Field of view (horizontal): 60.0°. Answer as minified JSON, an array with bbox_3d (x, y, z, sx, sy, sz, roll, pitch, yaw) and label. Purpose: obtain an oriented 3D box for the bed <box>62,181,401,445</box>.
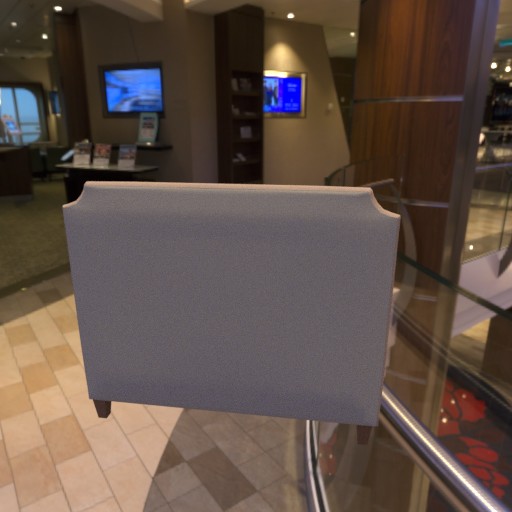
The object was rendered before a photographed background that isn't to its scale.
[{"bbox_3d":[0.000,0.000,3.447,1.713,1.443,2.372,3,18,8],"label":"bed"}]
